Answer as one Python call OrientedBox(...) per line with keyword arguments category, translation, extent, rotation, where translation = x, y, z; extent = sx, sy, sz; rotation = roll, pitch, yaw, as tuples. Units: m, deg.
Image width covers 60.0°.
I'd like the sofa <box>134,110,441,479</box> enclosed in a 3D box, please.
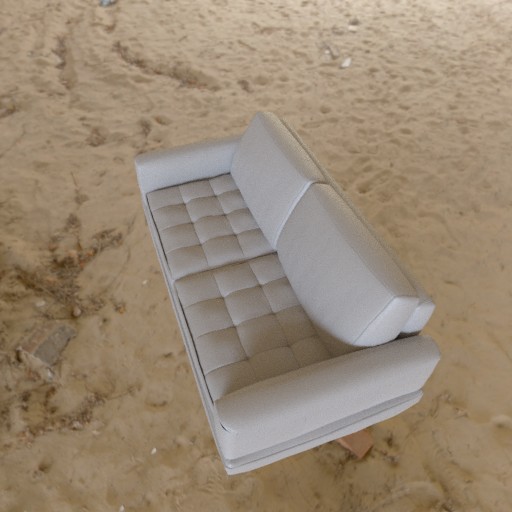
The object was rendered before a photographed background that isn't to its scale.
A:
OrientedBox(category="sofa", translation=(0.000, 0.000, 2.687), extent=(1.121, 0.930, 2.177), rotation=(-15, 49, -14))
